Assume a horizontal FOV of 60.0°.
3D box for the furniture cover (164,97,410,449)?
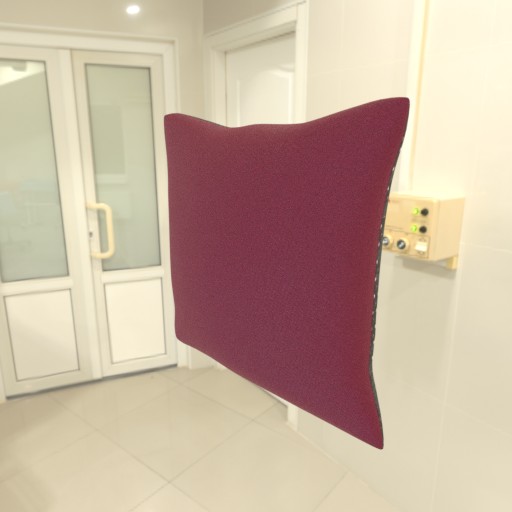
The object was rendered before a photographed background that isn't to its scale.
[{"bbox_3d":[0.000,0.000,0.797,0.193,0.509,0.552,-14,20,-42],"label":"furniture cover"}]
